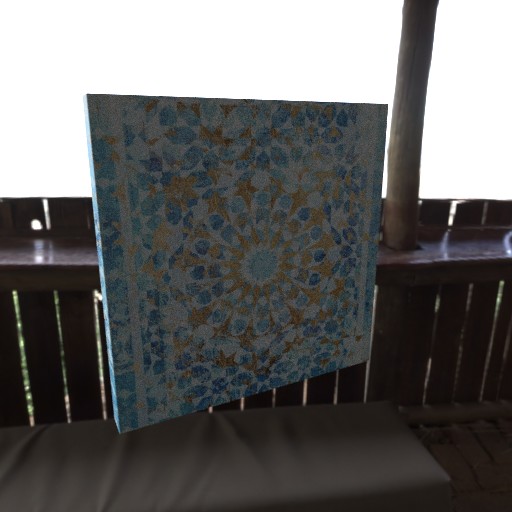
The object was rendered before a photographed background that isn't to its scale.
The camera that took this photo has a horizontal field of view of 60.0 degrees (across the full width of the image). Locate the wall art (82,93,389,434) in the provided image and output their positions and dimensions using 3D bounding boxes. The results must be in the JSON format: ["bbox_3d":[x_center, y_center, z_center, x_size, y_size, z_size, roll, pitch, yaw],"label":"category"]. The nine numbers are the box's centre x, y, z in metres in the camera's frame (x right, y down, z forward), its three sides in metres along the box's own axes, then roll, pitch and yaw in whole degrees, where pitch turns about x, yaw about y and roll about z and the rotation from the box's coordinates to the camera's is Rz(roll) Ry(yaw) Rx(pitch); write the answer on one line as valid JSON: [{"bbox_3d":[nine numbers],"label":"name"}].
[{"bbox_3d":[0.000,0.000,0.608,0.405,0.405,0.037,-8,18,-26],"label":"wall art"}]
